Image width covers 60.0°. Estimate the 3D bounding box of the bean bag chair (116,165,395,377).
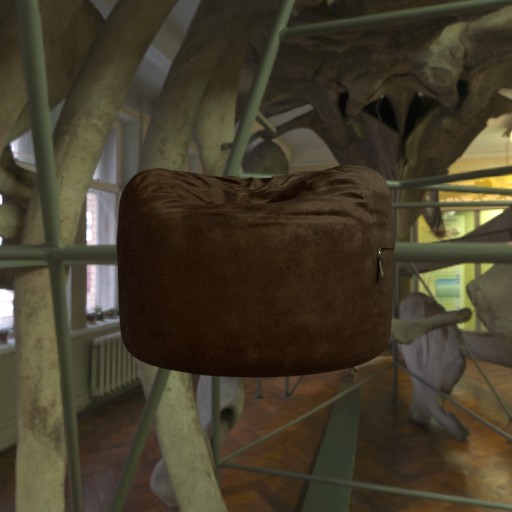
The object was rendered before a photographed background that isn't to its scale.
[{"bbox_3d":[0.000,0.000,1.533,0.918,0.616,0.918,0,0,0],"label":"bean bag chair"}]
